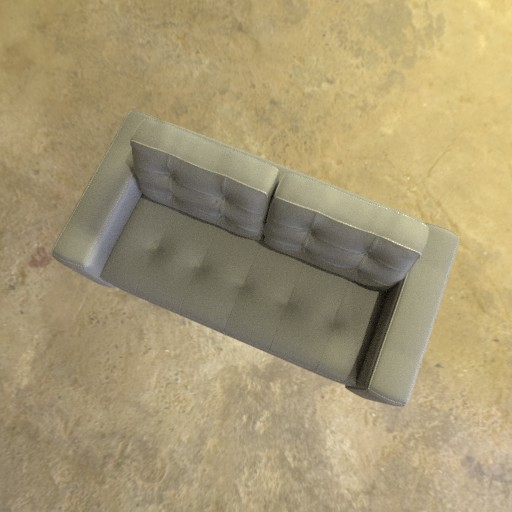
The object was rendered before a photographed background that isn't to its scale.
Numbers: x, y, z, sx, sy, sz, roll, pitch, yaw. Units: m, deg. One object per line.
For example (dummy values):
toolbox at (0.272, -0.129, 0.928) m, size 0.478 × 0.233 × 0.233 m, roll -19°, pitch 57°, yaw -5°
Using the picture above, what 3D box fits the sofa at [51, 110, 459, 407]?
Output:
sofa at (0.000, 0.000, 2.189) m, size 1.726 × 0.893 × 0.833 m, roll 22°, pitch 76°, yaw 6°
